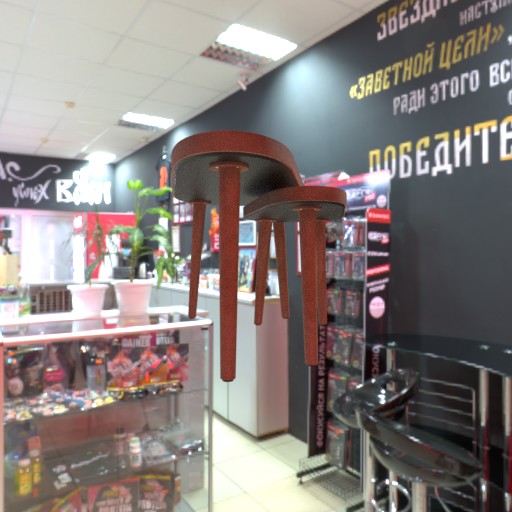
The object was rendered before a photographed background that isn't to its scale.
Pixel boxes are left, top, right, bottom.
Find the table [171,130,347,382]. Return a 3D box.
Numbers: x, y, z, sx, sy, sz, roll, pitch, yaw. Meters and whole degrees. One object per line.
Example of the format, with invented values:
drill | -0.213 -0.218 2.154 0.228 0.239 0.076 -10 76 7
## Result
table | 0.000 0.000 1.625 0.701 0.595 1.190 0 1 -1
